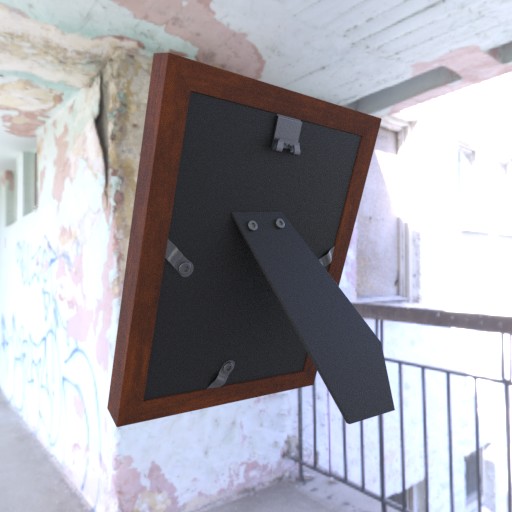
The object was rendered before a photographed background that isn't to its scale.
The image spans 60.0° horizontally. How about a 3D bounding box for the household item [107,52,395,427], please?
[{"bbox_3d":[0.000,0.000,0.287,0.160,0.204,0.096,1,-2,-36],"label":"household item"}]
